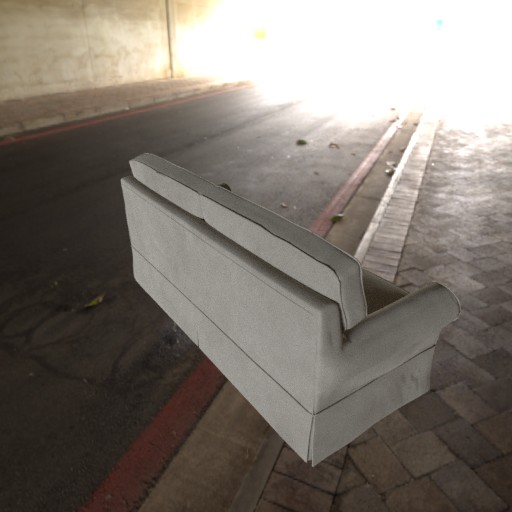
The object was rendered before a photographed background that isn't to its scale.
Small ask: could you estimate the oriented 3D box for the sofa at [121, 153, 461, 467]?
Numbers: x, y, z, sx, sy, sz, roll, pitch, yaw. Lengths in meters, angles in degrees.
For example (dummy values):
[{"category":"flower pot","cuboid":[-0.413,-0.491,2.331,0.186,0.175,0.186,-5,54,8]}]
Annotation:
[{"category":"sofa","cuboid":[0.000,0.000,2.752,0.900,1.014,2.246,-17,31,-31]}]
